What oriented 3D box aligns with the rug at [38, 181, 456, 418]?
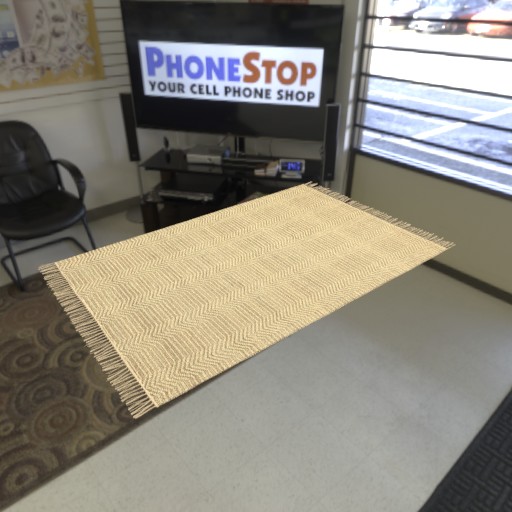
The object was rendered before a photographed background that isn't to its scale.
[{"bbox_3d":[0.000,0.000,3.085,2.523,0.034,1.528,-22,38,-31],"label":"rug"}]
